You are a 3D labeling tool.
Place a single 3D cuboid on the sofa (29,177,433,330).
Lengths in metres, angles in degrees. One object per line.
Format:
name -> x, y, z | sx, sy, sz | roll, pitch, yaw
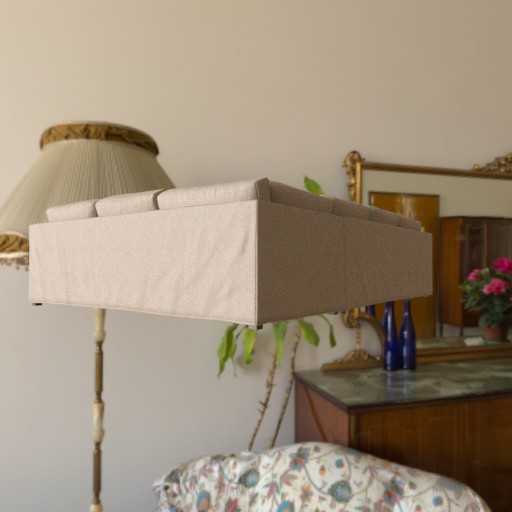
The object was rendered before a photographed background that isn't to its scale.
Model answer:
sofa -> 0.000, 0.000, 4.276 | 2.432, 0.871, 3.182 | -1, -1, 37
